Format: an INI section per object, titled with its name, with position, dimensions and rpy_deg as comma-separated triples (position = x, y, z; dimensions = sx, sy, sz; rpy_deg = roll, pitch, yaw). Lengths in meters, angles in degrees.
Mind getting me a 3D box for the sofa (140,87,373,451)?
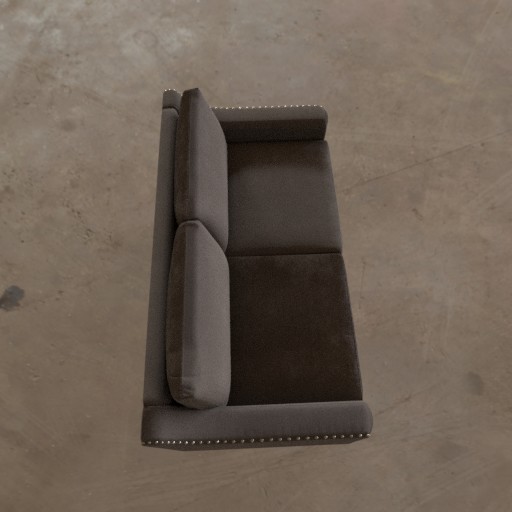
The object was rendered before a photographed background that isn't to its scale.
[sofa]
position = 0.000, 0.000, 3.253
dimensions = 1.336, 1.196, 2.550
rpy_deg = -2, 64, -1
